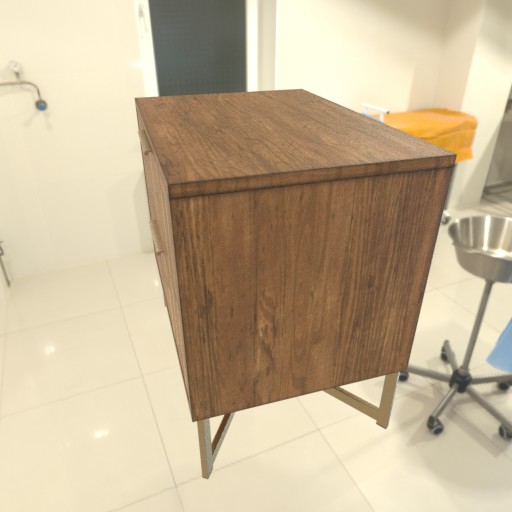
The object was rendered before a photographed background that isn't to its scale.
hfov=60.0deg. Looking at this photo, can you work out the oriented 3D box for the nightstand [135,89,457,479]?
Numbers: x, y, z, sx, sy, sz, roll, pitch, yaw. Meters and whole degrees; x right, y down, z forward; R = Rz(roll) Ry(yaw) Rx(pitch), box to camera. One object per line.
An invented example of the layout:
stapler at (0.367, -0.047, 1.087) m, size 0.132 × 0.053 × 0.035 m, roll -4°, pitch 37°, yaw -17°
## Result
nightstand at (0.000, 0.000, 1.012) m, size 0.446 × 0.610 × 0.610 m, roll -9°, pitch 31°, yaw -15°
